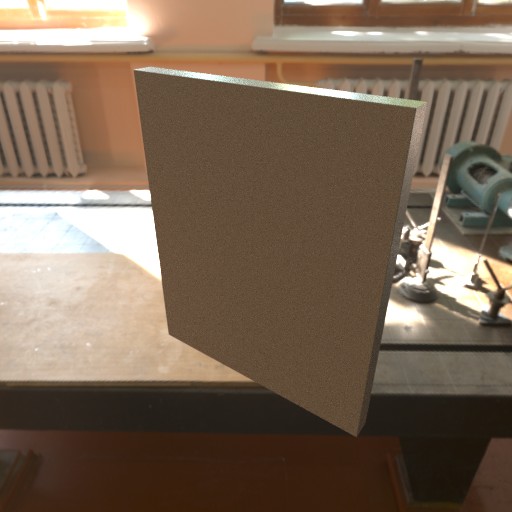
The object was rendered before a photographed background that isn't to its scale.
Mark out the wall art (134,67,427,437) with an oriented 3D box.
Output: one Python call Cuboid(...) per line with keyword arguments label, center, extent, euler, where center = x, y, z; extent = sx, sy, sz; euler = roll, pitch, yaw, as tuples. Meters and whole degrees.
Cuboid(label="wall art", center=(0.000, 0.000, 0.745), extent=(0.452, 0.549, 0.038), euler=(20, 37, 30))
